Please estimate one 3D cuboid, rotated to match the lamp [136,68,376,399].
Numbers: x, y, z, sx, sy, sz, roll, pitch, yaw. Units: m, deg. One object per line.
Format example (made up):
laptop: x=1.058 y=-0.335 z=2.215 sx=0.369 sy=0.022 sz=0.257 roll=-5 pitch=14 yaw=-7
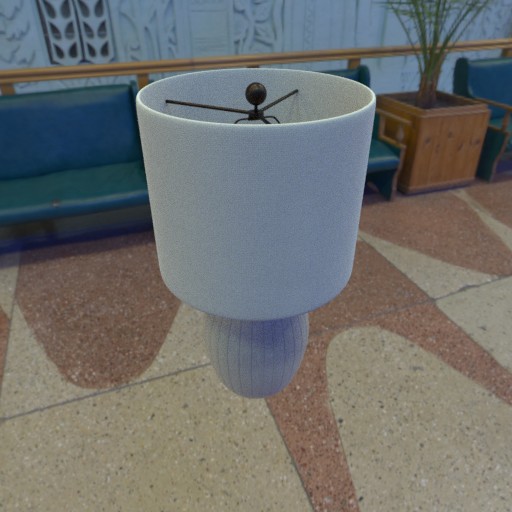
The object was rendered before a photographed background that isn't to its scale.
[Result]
lamp: x=0.000 y=0.000 z=0.766 sx=0.328 sy=0.570 sz=0.328 roll=0 pitch=33 yaw=0
